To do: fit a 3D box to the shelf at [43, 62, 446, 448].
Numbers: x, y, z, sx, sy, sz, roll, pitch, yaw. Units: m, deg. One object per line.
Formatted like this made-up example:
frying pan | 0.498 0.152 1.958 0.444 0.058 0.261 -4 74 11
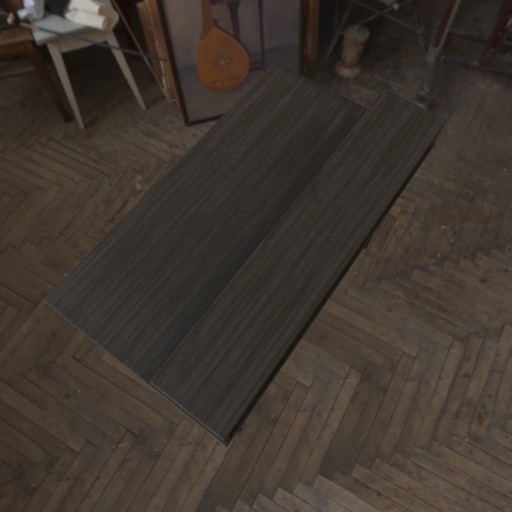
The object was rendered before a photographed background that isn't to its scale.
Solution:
shelf | 0.000 0.000 1.716 0.685 0.865 1.212 33 69 14
